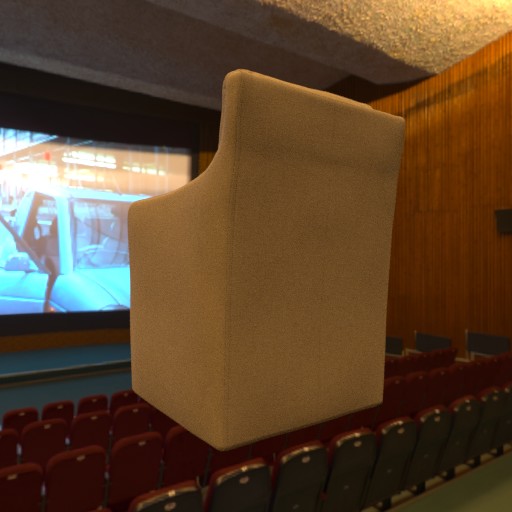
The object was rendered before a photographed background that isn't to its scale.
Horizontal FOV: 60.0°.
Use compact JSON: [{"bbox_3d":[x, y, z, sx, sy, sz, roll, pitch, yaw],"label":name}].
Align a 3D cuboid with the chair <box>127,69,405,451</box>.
[{"bbox_3d":[0.000,0.000,1.394,0.626,0.914,0.694,0,0,-36],"label":"chair"}]
